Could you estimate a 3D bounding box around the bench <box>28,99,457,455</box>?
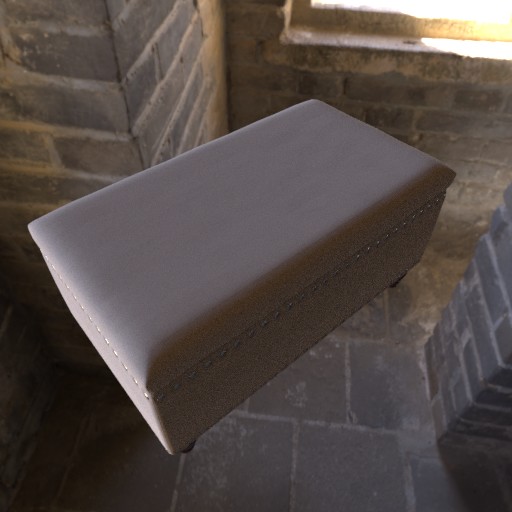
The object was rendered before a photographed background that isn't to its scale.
[{"bbox_3d":[0.000,0.000,1.165,0.887,0.449,0.500,-31,54,-27],"label":"bench"}]
